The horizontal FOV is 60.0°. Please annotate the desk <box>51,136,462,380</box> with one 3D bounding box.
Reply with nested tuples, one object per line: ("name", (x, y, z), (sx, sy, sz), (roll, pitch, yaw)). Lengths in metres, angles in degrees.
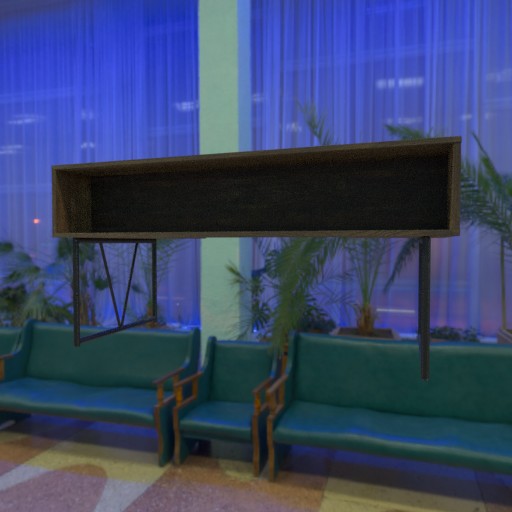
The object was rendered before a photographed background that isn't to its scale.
("desk", (0.000, 0.000, 1.988), (1.600, 0.780, 0.730), (1, 2, 19))
